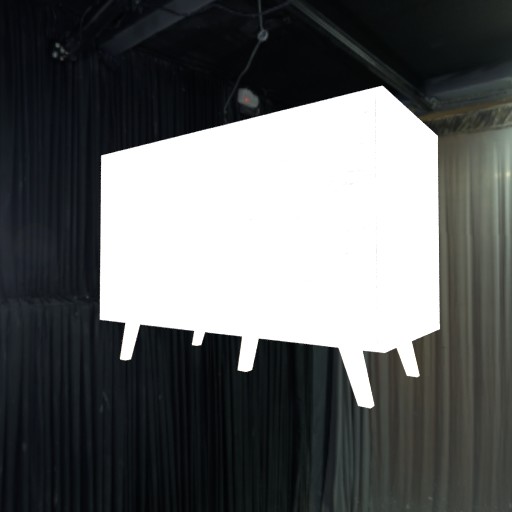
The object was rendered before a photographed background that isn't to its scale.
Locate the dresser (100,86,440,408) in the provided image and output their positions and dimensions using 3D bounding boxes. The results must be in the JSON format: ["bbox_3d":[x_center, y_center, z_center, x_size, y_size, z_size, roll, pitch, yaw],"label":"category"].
[{"bbox_3d":[0.000,0.000,1.570,1.110,0.780,0.500,-1,-2,36],"label":"dresser"}]
